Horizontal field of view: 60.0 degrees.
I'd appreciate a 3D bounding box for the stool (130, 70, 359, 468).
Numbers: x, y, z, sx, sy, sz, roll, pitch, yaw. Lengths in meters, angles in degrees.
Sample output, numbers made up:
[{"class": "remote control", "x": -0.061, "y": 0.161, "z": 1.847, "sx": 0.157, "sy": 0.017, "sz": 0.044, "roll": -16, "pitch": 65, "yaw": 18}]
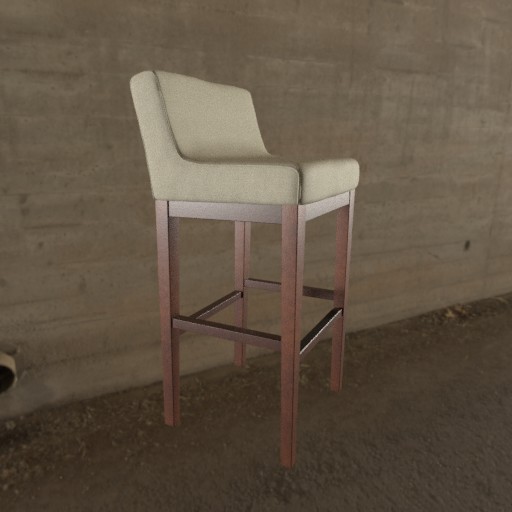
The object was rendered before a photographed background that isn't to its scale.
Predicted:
[{"class": "stool", "x": 0.000, "y": 0.000, "z": 1.363, "sx": 0.500, "sy": 1.037, "sz": 0.511, "roll": 7, "pitch": 16, "yaw": 27}]
